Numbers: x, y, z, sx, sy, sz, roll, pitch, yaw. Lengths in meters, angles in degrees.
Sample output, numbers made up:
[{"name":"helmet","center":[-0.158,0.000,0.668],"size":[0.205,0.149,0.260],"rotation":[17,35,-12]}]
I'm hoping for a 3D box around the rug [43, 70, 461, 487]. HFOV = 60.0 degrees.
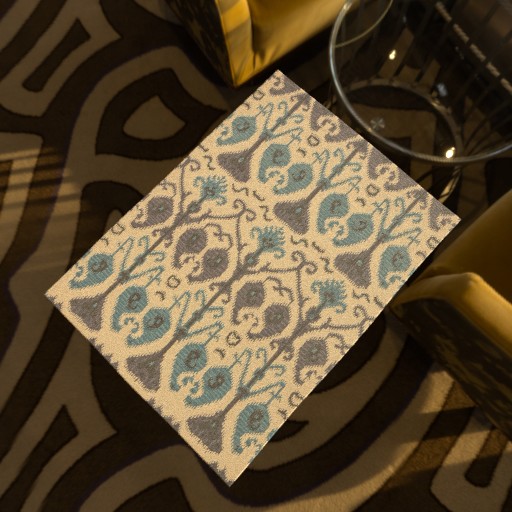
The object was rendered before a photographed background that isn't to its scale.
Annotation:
[{"name":"rug","center":[0.000,0.000,2.920],"size":[1.676,0.013,2.261],"rotation":[42,81,9]}]
